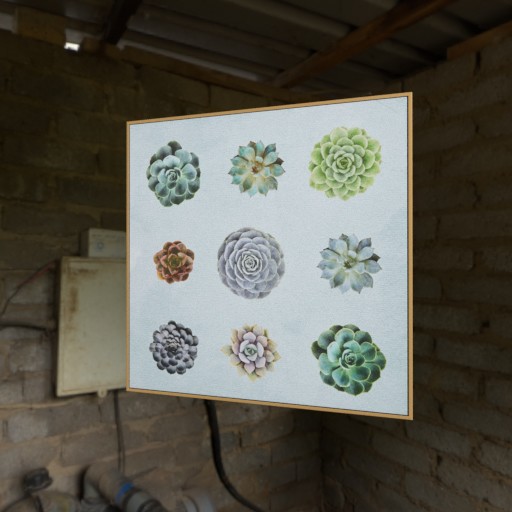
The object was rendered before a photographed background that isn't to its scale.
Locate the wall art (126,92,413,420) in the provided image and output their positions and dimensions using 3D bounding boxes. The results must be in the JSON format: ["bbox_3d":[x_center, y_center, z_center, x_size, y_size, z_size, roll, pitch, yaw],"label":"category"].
[{"bbox_3d":[0.000,0.000,0.988,0.657,0.655,0.014,0,0,17],"label":"wall art"}]
